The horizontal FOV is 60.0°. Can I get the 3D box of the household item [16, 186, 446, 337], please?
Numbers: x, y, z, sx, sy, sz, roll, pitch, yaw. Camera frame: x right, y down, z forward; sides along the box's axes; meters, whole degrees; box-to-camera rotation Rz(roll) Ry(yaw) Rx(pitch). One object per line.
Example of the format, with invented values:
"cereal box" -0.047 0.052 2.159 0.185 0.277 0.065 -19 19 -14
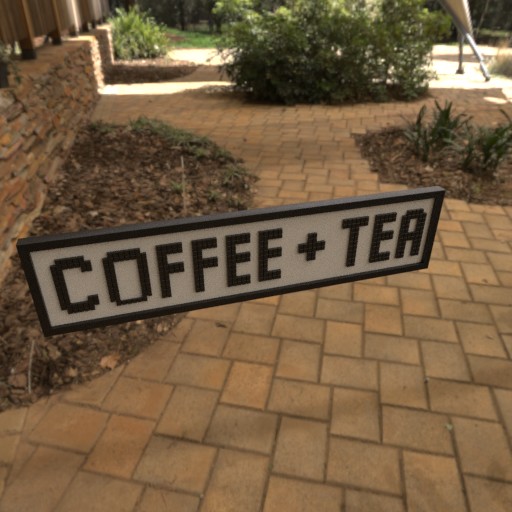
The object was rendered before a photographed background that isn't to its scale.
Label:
"household item" 0.000 0.000 1.073 1.001 0.236 0.030 -9 31 -15
